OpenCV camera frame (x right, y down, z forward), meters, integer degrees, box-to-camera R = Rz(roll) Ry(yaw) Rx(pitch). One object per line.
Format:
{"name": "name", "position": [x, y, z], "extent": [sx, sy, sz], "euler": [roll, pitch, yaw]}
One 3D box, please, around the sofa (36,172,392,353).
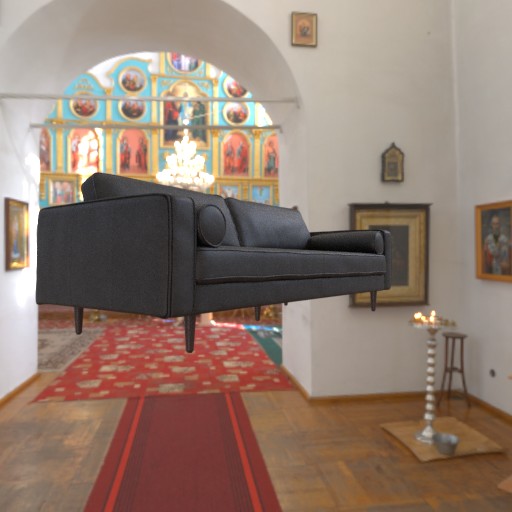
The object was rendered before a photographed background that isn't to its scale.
{"name": "sofa", "position": [0.000, 0.000, 2.618], "extent": [0.914, 0.762, 2.210], "euler": [-1, -1, 36]}
